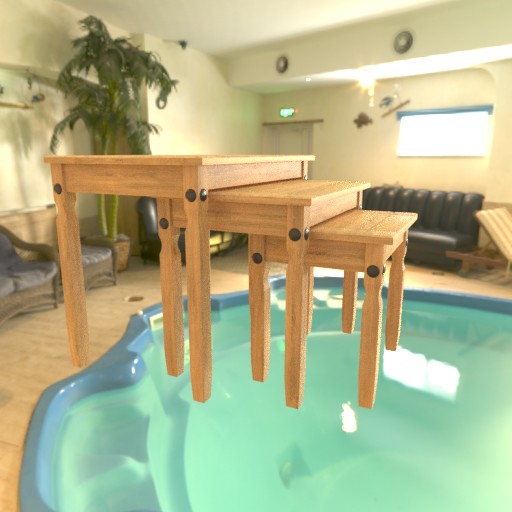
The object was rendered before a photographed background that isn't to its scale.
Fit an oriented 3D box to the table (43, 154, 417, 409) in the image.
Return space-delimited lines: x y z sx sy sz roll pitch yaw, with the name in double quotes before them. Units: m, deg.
"table" 0.000 0.000 1.209 0.773 0.535 0.660 6 15 25
